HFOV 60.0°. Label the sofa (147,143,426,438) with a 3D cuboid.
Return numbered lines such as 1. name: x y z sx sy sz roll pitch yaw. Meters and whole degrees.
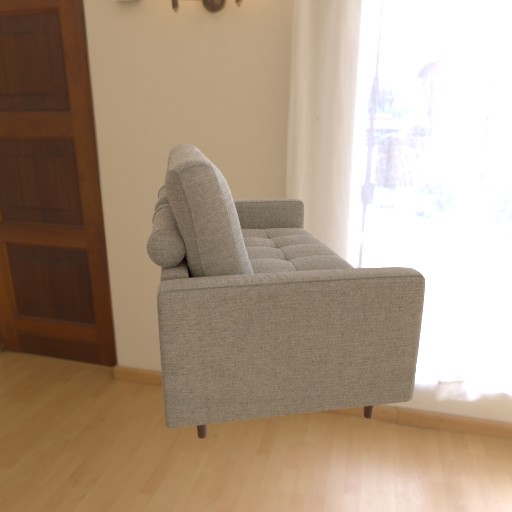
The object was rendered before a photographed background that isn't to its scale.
1. sofa: 0.000 0.000 1.923 0.842 0.907 1.407 -3 17 -10
